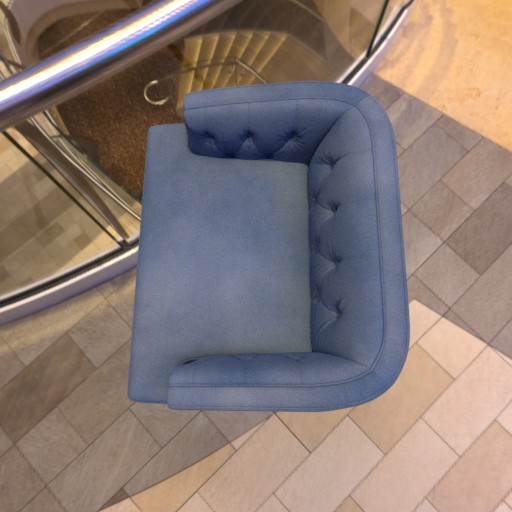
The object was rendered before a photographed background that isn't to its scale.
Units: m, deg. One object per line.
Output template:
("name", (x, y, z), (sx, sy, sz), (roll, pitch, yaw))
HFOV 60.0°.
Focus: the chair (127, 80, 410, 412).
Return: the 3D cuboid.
("chair", (0.000, 0.000, 1.749), (0.914, 0.787, 1.118), (0, 75, 0))
